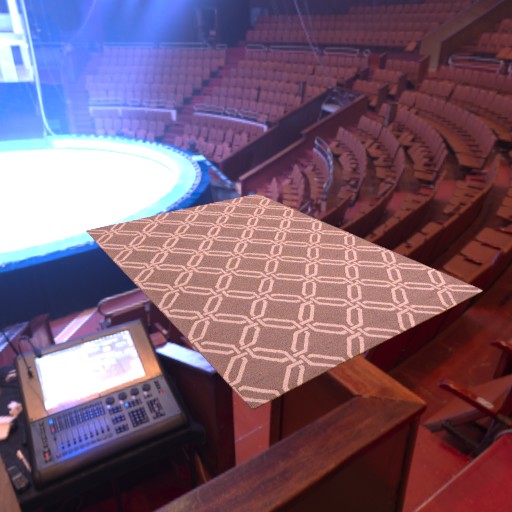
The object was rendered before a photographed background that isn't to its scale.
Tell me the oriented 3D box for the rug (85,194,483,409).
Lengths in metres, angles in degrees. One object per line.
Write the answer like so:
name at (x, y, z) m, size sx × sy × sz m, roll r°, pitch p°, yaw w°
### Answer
rug at (0.000, 0.000, 4.489) m, size 2.441 × 0.020 × 3.419 m, roll -17°, pitch 30°, yaw -31°
